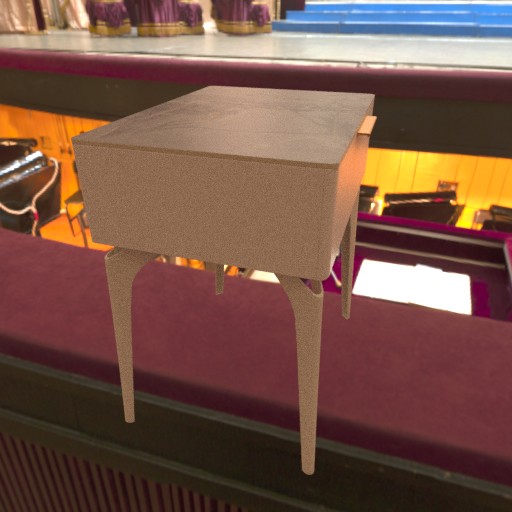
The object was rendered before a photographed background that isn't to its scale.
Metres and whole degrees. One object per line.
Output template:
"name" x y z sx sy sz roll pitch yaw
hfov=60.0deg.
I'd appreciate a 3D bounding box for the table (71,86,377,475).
"table" 0.000 0.000 0.906 0.400 0.570 0.500 9 31 16
